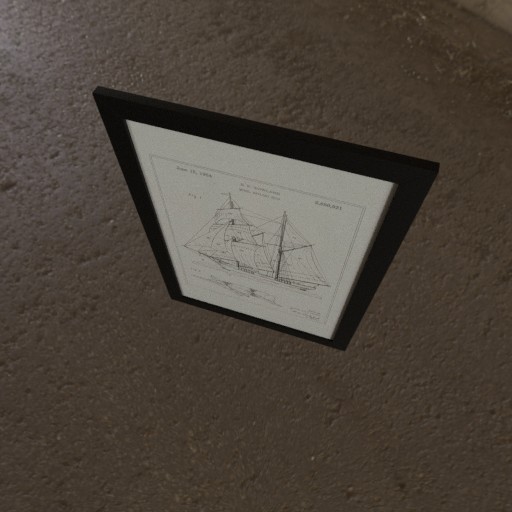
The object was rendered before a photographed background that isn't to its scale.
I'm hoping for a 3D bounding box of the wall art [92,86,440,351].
[{"bbox_3d":[0.000,0.000,0.597,0.326,0.459,0.011,15,60,9],"label":"wall art"}]
